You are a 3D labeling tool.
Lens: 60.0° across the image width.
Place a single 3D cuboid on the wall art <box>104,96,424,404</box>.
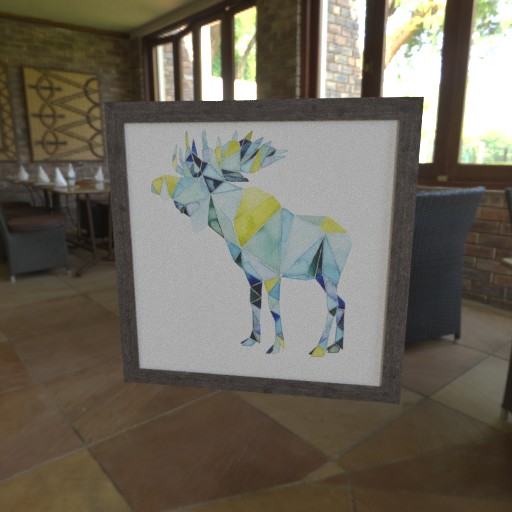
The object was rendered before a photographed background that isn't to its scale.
[{"bbox_3d":[0.000,0.000,0.683,0.457,0.457,0.013,2,13,9],"label":"wall art"}]
